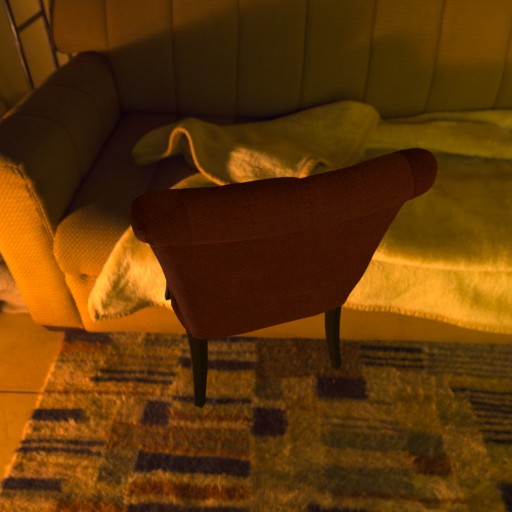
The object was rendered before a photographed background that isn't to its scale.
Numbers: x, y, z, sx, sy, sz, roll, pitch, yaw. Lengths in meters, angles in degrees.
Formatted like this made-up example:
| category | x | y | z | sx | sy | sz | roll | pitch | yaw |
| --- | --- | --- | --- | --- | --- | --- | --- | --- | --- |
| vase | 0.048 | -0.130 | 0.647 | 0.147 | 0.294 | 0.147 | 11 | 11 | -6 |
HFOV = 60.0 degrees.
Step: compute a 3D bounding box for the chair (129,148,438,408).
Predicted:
| category | x | y | z | sx | sy | sz | roll | pitch | yaw |
| --- | --- | --- | --- | --- | --- | --- | --- | --- | --- |
| chair | 0.000 | 0.000 | 1.182 | 0.582 | 0.750 | 0.605 | -12 | 42 | -13 |
